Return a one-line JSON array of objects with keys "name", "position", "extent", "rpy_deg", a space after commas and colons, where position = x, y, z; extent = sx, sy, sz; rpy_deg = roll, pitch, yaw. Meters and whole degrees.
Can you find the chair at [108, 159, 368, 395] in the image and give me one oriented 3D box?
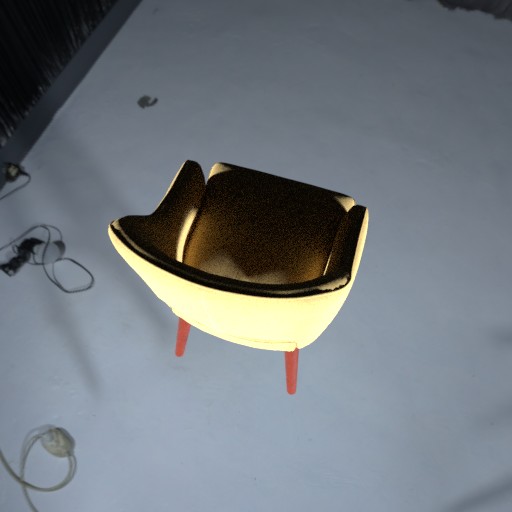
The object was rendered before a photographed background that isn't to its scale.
[{"name": "chair", "position": [0.000, 0.000, 1.244], "extent": [0.548, 0.849, 0.605], "rpy_deg": [16, 64, 8]}]
